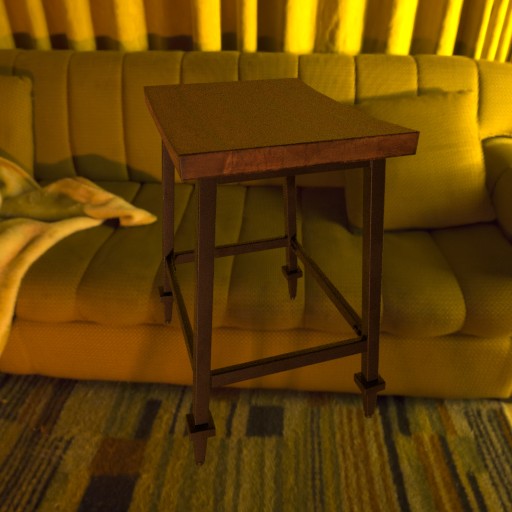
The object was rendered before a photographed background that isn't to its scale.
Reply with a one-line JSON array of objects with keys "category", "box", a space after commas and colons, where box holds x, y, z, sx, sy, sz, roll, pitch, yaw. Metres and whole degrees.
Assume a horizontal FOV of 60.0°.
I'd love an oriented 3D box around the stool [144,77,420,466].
[{"category": "stool", "box": [0.000, 0.000, 0.944, 0.405, 0.625, 0.486, -9, 32, -15]}]
